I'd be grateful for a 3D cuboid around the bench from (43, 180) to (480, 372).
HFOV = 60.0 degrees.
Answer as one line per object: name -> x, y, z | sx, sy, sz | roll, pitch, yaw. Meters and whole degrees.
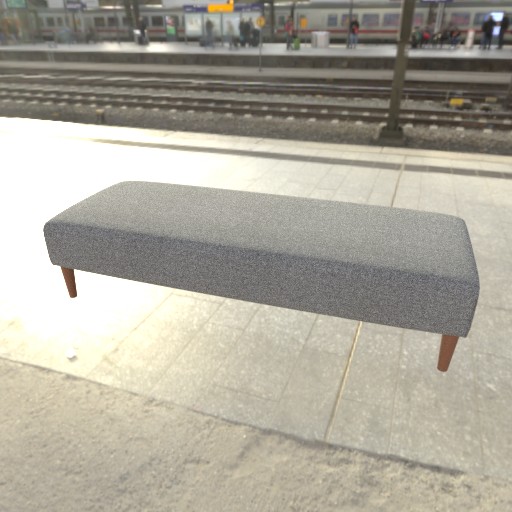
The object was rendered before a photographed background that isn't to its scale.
bench -> 0.000, 0.000, 1.846 | 1.598, 0.384, 0.631 | 8, 29, 16
